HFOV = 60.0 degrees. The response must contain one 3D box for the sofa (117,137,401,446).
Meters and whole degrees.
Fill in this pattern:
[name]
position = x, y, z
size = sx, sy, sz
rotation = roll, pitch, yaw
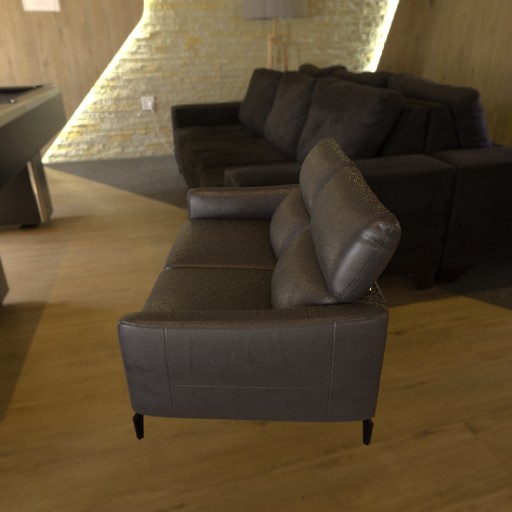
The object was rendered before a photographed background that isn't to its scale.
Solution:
[sofa]
position = 0.000, 0.000, 2.188
size = 0.958, 0.920, 1.596
rotation = 1, 25, 1
